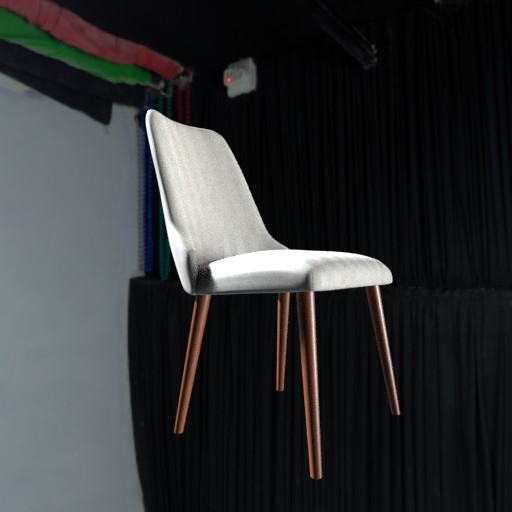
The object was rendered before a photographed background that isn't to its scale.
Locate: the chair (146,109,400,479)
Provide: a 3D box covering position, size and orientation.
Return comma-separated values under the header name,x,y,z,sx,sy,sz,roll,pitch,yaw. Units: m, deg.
name,x,y,z,sx,sy,sz,roll,pitch,yaw
chair,0.000,0.000,1.304,0.684,0.917,0.526,-1,-1,37
